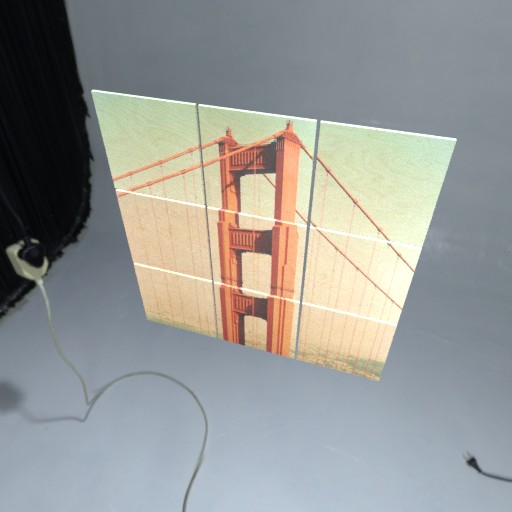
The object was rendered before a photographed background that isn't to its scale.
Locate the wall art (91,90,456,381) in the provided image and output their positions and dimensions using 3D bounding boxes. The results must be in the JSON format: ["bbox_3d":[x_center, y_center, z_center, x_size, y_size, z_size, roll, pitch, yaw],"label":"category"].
[{"bbox_3d":[0.000,0.000,1.819,1.214,1.219,0.013,12,43,14],"label":"wall art"}]
